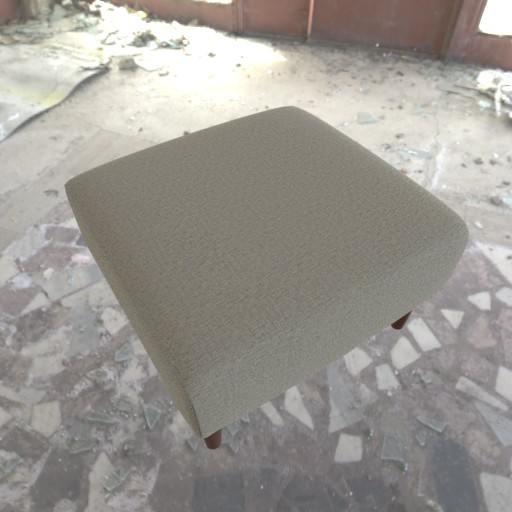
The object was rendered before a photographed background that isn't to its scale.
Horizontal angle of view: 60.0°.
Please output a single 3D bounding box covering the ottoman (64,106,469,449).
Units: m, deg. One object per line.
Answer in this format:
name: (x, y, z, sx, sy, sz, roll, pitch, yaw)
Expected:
ottoman: (0.000, 0.000, 1.059, 0.655, 0.399, 0.648, -25, 51, -22)
